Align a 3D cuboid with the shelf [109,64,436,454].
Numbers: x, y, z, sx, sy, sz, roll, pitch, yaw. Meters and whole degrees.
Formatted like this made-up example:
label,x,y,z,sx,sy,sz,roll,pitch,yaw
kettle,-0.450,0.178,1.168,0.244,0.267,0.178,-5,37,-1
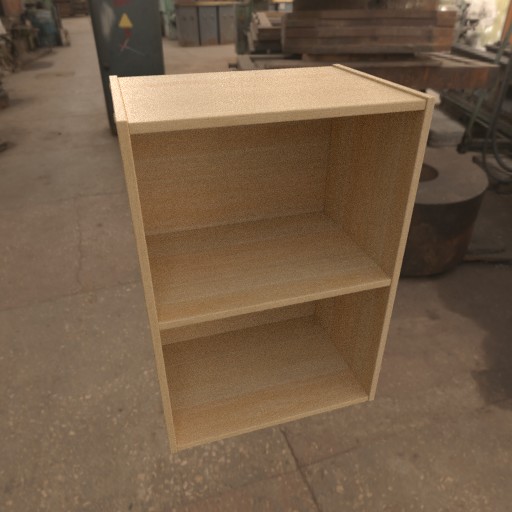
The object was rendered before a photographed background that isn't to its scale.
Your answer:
label,x,y,z,sx,sy,sz,roll,pitch,yaw
shelf,0.000,0.000,0.809,0.414,0.592,0.290,-9,33,-15
